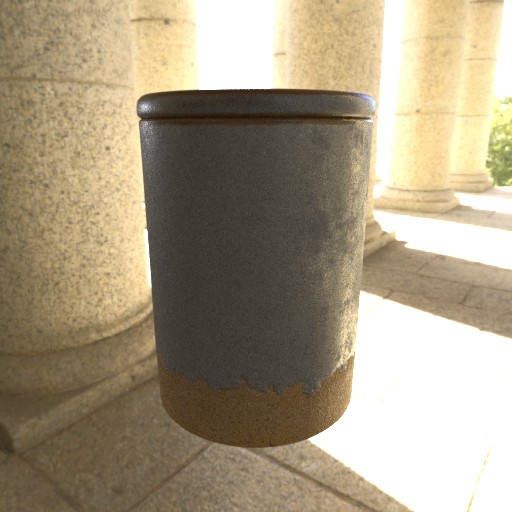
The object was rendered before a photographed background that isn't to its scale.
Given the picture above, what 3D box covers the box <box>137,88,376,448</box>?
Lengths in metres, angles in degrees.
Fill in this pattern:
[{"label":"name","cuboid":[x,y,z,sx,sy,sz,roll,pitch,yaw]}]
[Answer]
[{"label":"box","cuboid":[0.000,0.000,0.248,0.118,0.168,0.118,0,16,0]}]
